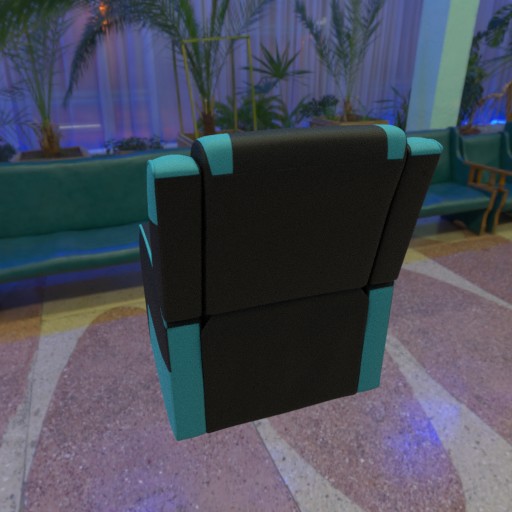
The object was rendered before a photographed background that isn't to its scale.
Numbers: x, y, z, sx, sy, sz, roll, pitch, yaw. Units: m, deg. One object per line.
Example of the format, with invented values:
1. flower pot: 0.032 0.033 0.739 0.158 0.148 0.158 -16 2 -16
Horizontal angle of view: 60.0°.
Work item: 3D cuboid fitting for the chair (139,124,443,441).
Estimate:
1. chair: 0.000 0.000 1.276 0.620 0.805 0.672 -9 27 -17
